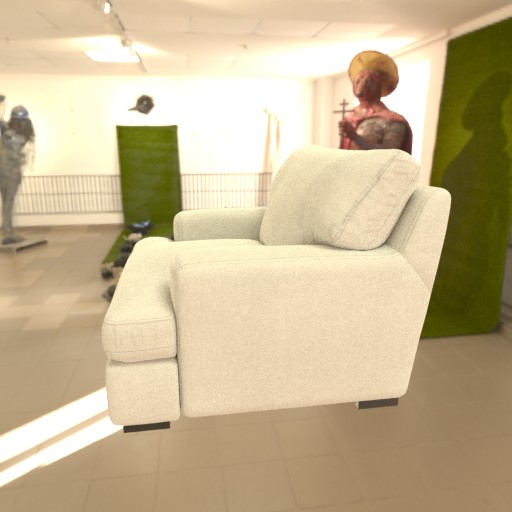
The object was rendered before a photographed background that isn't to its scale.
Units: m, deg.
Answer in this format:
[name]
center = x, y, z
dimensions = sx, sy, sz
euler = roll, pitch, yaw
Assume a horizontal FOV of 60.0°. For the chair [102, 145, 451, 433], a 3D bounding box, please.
[chair]
center = 0.000, 0.000, 1.943
dimensions = 1.158, 0.930, 1.140
euler = -2, 15, -9
